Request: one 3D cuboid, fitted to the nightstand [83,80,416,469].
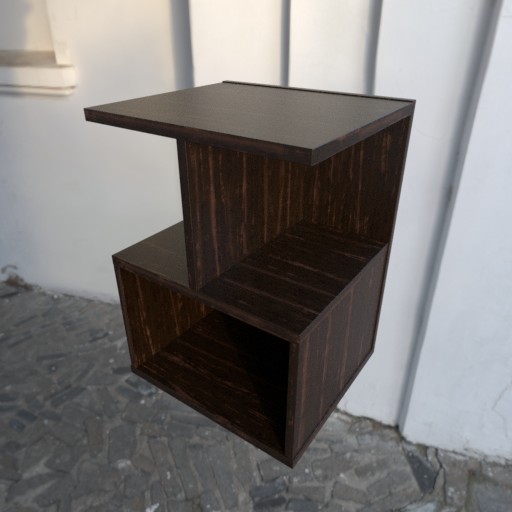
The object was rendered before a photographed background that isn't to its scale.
[{"bbox_3d":[0.000,0.000,0.843,0.400,0.559,0.356,19,34,30],"label":"nightstand"}]
